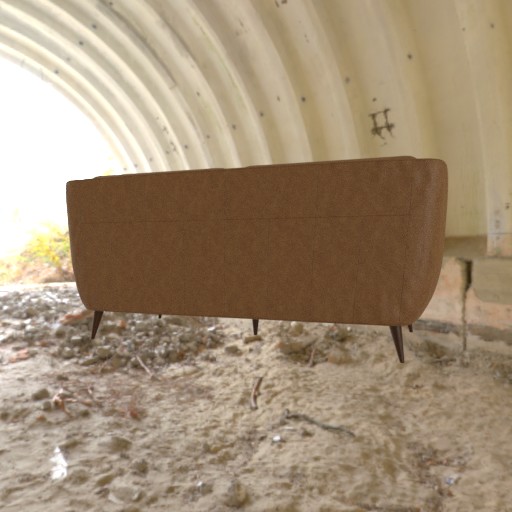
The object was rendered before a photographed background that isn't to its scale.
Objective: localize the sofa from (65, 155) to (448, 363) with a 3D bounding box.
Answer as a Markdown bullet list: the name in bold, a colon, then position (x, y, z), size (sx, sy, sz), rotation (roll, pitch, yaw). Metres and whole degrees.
- **sofa**: position (0.000, 0.000, 2.358), size (1.902, 0.839, 0.904), rotation (0, 1, 19)
